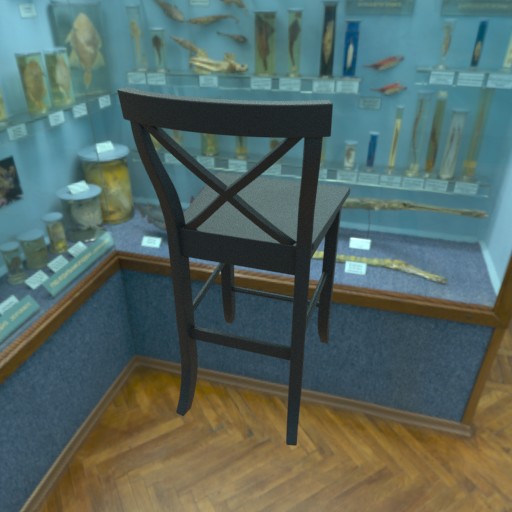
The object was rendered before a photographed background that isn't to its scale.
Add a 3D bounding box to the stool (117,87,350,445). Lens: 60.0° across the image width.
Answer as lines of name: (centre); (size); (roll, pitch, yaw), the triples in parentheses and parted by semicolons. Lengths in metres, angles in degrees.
stool: (0.000, 0.000, 1.299); (0.452, 0.989, 0.559); (9, 32, 15)
